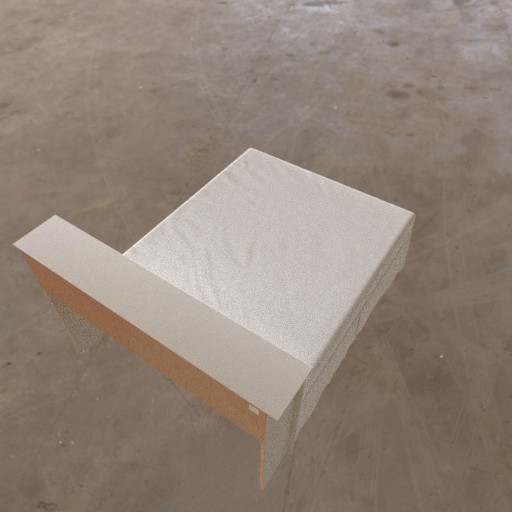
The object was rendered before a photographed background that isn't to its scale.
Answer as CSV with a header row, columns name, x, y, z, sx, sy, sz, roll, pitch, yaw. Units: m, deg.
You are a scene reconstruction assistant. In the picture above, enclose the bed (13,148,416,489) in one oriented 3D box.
name,x,y,z,sx,sy,sz,roll,pitch,yaw
bed,0.000,0.000,3.029,1.671,1.092,2.133,27,54,22
